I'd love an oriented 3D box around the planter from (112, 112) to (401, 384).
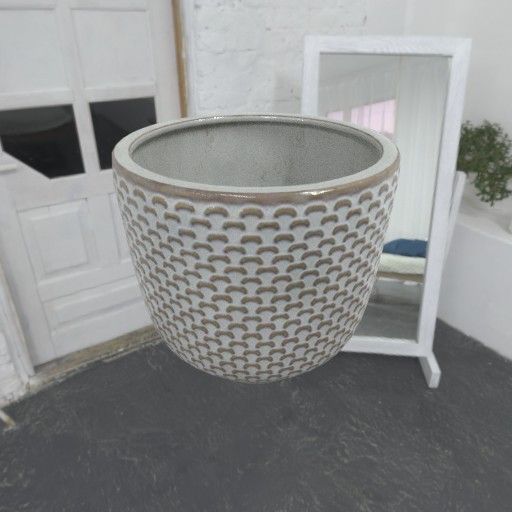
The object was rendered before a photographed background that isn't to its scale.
[{"bbox_3d":[0.000,0.000,0.250,0.139,0.130,0.139,0,30,0],"label":"planter"}]
